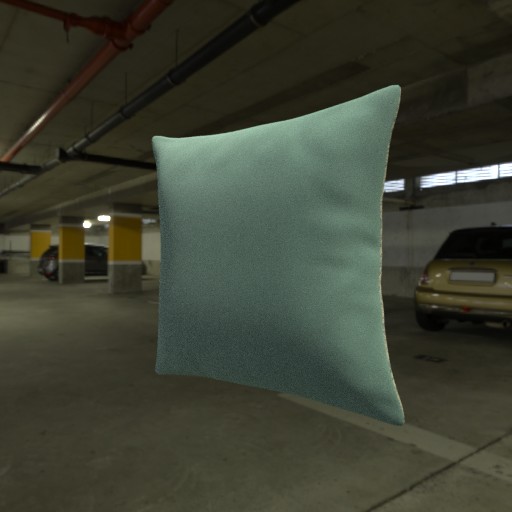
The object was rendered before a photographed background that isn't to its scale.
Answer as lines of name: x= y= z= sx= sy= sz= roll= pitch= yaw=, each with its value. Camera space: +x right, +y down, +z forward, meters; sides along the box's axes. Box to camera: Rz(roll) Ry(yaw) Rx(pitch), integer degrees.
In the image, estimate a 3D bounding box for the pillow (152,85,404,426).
pillow: x=0.000 y=0.000 z=0.802 sx=0.526 sy=0.507 sz=0.166 roll=0 pitch=0 yaw=34
